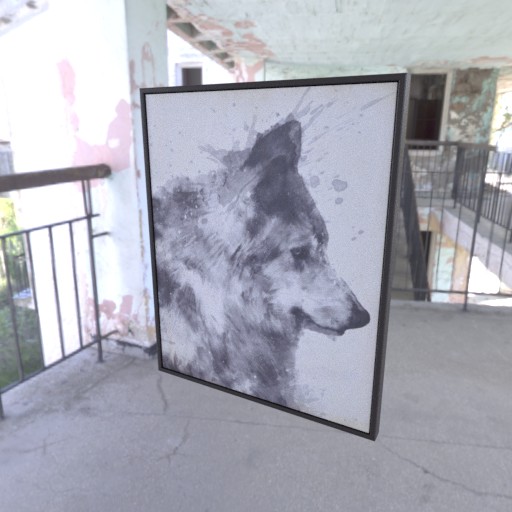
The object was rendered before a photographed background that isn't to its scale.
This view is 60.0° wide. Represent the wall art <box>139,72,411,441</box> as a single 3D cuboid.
[{"bbox_3d":[0.000,0.000,0.752,0.451,0.551,0.028,9,18,28],"label":"wall art"}]
